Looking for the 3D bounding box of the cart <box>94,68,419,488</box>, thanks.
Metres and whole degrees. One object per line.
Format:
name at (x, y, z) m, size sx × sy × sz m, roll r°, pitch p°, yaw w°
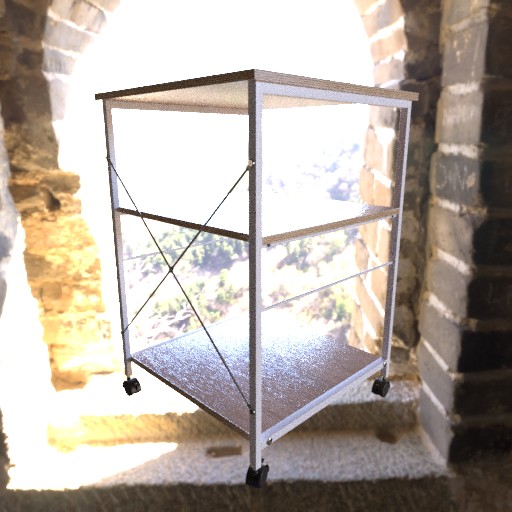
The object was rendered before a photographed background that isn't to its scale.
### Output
cart at (0.000, 0.000, 1.101) m, size 0.520 × 0.762 × 0.521 m, roll -14°, pitch 20°, yaw -43°
